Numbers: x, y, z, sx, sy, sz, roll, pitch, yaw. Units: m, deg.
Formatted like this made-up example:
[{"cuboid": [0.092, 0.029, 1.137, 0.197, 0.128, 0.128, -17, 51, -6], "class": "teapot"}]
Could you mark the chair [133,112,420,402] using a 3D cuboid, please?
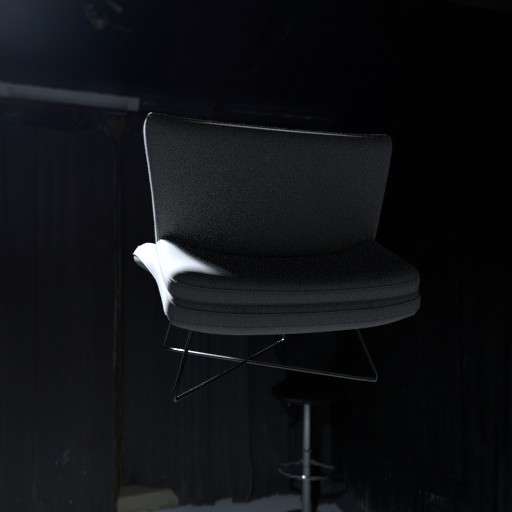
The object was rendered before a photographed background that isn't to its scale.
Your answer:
[{"cuboid": [0.000, 0.000, 1.664, 0.859, 0.855, 1.008, 0, 0, -18], "class": "chair"}]
